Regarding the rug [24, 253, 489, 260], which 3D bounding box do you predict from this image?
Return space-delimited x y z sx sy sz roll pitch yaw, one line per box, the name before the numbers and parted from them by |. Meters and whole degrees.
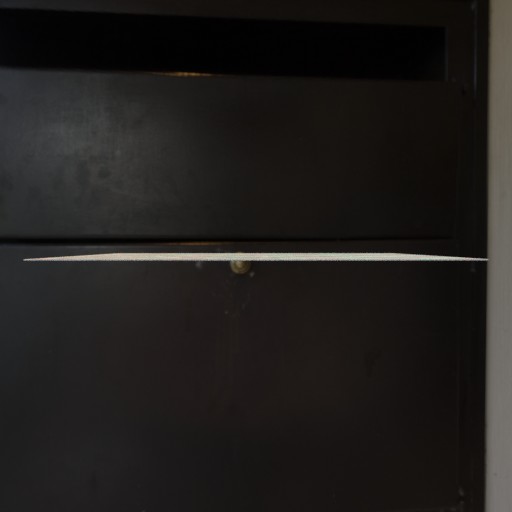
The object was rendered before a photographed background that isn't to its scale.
rug | 0.000 0.000 2.939 2.286 0.006 1.524 0 1 -1
